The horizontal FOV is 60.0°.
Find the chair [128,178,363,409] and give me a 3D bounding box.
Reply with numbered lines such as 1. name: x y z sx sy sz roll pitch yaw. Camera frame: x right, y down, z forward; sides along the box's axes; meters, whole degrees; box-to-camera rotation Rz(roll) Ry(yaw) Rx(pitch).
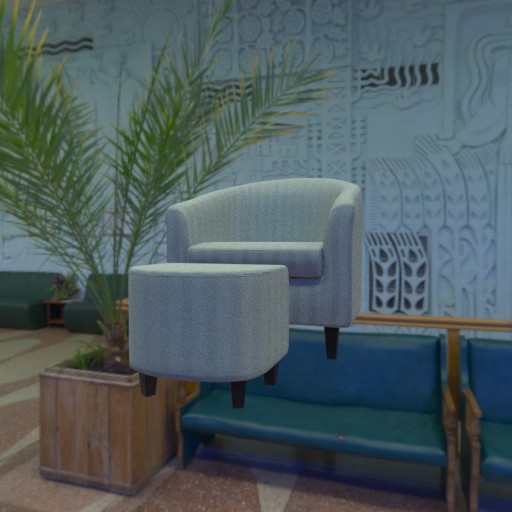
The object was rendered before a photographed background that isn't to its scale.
1. chair: 0.000 0.000 1.710 0.756 0.757 1.288 1 2 19
